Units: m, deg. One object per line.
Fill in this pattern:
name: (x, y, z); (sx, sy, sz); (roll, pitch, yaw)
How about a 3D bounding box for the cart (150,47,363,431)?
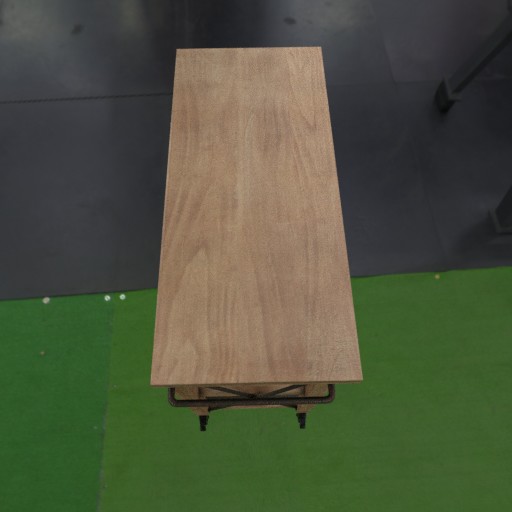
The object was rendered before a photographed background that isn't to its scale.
cart: (0.000, 0.000, 0.983); (0.298, 0.554, 0.686); (-1, 64, -1)
